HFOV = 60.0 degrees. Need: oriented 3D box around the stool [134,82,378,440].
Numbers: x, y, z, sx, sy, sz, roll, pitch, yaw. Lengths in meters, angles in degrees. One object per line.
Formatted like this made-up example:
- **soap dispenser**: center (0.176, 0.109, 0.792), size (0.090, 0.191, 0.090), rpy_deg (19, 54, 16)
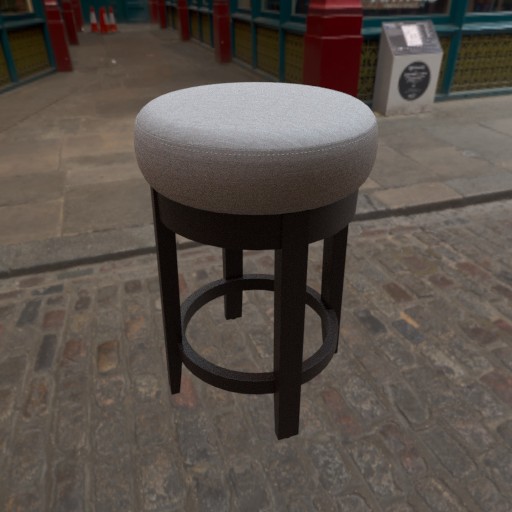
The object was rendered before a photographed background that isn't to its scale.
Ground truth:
- **stool**: center (0.000, 0.000, 0.963), size (0.443, 0.672, 0.443), rpy_deg (0, 32, 0)
